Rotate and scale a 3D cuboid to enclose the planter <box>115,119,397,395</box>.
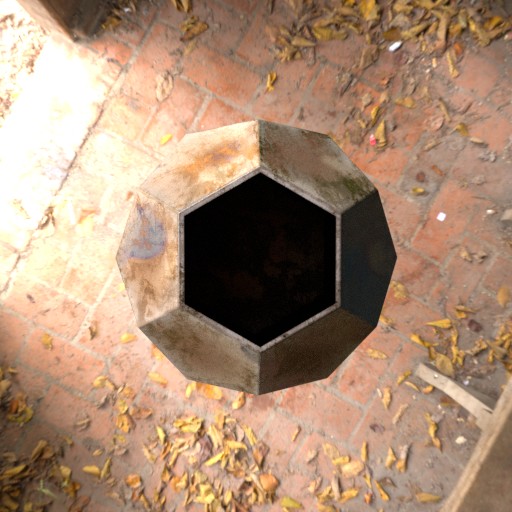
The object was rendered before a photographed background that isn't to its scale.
[{"bbox_3d":[0.000,0.000,0.432,0.243,0.238,0.221,0,91,-1],"label":"planter"}]
